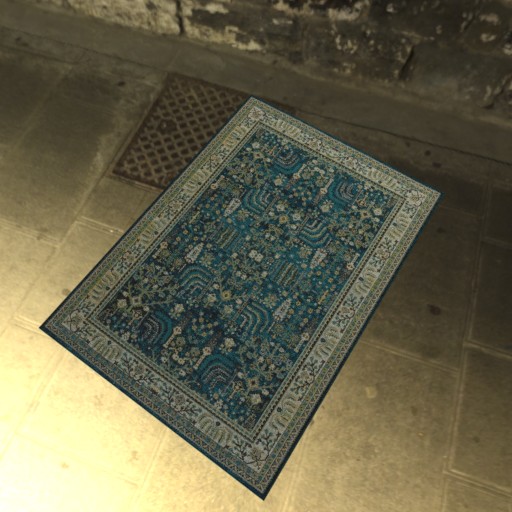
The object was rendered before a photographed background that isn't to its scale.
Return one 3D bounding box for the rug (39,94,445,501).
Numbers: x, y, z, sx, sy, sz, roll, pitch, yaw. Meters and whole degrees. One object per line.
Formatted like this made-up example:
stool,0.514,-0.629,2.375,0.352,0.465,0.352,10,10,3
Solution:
rug,0.000,0.000,2.809,1.594,0.013,2.213,32,69,14
